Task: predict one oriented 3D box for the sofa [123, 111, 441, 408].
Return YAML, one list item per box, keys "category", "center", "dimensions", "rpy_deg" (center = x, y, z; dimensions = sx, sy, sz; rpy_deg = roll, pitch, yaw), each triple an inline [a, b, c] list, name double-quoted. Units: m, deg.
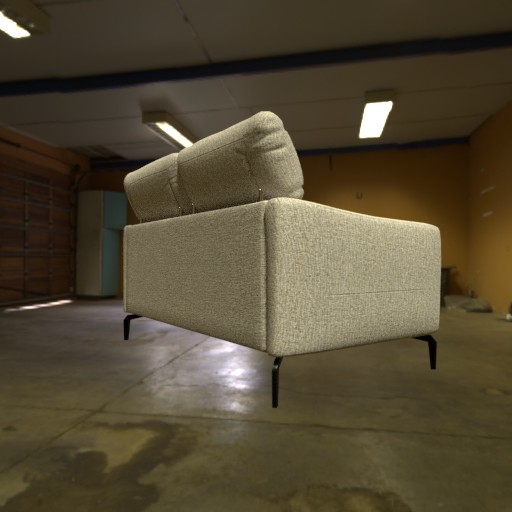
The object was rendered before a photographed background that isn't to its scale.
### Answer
- category: "sofa"
  center: [0.000, 0.000, 2.186]
  dimensions: [0.905, 0.950, 1.540]
  rpy_deg: [0, 0, -35]
